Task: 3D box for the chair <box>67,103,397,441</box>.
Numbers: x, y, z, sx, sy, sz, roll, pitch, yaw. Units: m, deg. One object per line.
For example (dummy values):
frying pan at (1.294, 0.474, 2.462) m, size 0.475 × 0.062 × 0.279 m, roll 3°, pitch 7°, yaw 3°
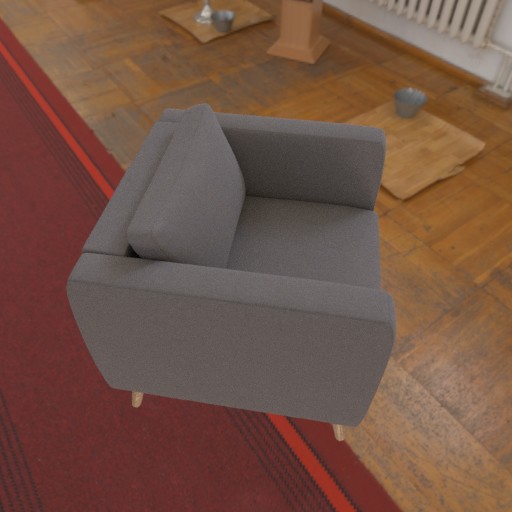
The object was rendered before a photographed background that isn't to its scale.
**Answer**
chair at (0.000, 0.000, 1.685) m, size 0.930 × 0.860 × 1.000 m, roll 7°, pitch 49°, yaw 6°
